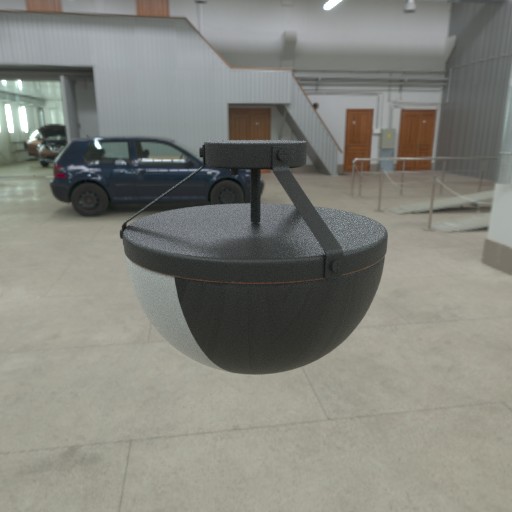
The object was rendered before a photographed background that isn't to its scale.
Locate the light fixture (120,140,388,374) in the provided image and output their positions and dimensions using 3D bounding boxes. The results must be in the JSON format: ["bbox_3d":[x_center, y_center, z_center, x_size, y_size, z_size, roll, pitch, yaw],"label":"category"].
[{"bbox_3d":[0.000,0.000,0.538,0.304,0.269,0.304,0,16,0],"label":"light fixture"}]
